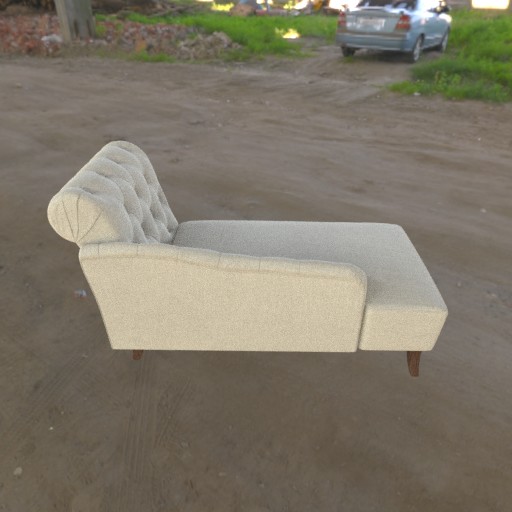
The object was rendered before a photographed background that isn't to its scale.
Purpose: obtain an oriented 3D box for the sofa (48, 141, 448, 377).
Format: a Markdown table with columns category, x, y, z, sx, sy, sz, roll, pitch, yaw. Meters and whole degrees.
| category | x | y | z | sx | sy | sz | roll | pitch | yaw |
| --- | --- | --- | --- | --- | --- | --- | --- | --- | --- |
| sofa | 0.000 | 0.000 | 1.837 | 1.379 | 0.787 | 0.675 | 1 | 31 | 1 |
